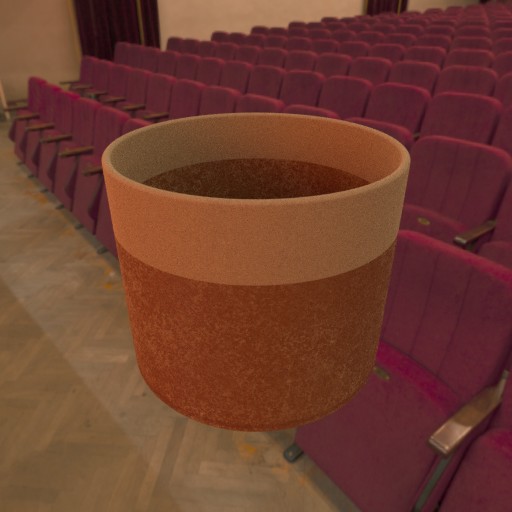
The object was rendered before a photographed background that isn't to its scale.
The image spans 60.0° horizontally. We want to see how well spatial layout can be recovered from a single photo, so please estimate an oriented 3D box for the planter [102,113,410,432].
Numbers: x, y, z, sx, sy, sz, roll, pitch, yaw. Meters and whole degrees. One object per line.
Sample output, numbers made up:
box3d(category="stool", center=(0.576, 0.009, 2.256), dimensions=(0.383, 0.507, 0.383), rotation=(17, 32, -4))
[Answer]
box3d(category="planter", center=(0.000, 0.000, 0.271), dimensions=(0.159, 0.138, 0.159), rotation=(0, 30, 0))
